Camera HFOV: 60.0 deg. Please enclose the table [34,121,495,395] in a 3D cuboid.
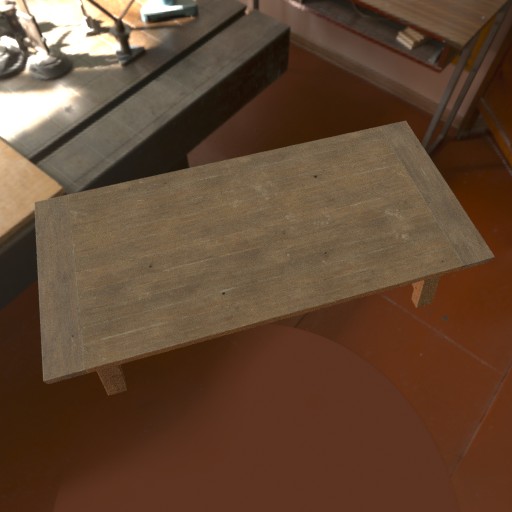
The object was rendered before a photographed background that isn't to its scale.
[{"bbox_3d":[0.000,0.000,2.087,1.800,0.465,0.820,-14,61,-8],"label":"table"}]
